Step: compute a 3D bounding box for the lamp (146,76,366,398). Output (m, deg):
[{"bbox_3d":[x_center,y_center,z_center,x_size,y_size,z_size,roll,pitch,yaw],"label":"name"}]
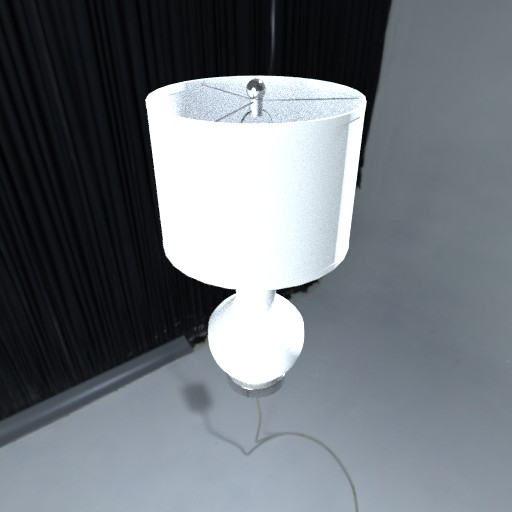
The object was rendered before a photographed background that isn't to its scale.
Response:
[{"bbox_3d":[0.000,0.000,0.892,0.357,0.673,0.357,-21,37,-30],"label":"lamp"}]
